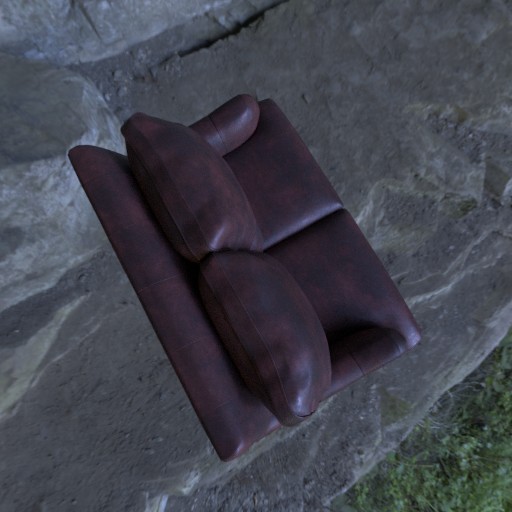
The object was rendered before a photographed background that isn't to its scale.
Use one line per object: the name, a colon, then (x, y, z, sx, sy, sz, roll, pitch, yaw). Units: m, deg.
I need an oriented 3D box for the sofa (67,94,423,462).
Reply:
sofa: (0.000, 0.000, 2.348, 1.148, 1.070, 1.628, -29, 78, -7)
